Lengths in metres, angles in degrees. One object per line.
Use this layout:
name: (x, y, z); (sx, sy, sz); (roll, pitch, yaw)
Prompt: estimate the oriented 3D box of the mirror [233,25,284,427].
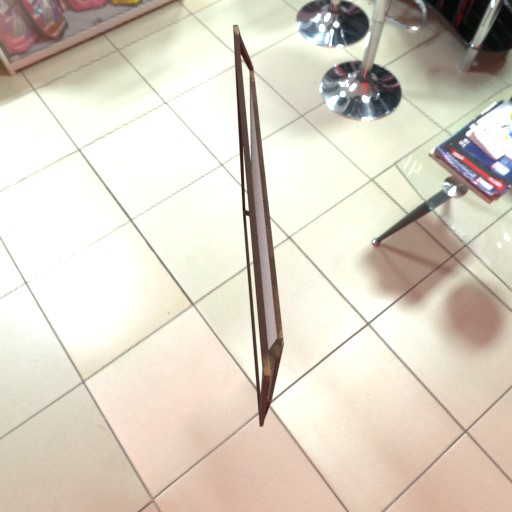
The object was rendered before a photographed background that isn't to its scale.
mirror: (0.000, 0.000, 0.920); (0.032, 0.610, 0.610); (-4, 64, -2)
